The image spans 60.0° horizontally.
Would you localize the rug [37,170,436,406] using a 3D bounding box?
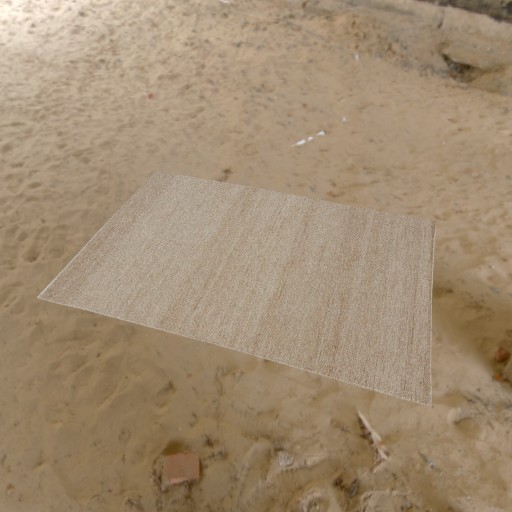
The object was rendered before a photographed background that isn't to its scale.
[{"bbox_3d":[0.000,0.000,3.023,2.346,0.029,1.574,12,44,13],"label":"rug"}]
